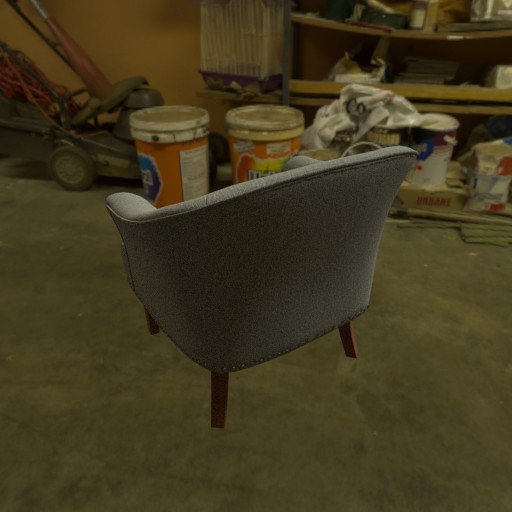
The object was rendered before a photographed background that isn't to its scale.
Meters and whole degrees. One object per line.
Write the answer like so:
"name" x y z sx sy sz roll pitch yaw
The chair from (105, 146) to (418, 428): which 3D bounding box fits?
"chair" 0.000 0.000 1.442 0.798 0.815 0.704 -18 34 -28
